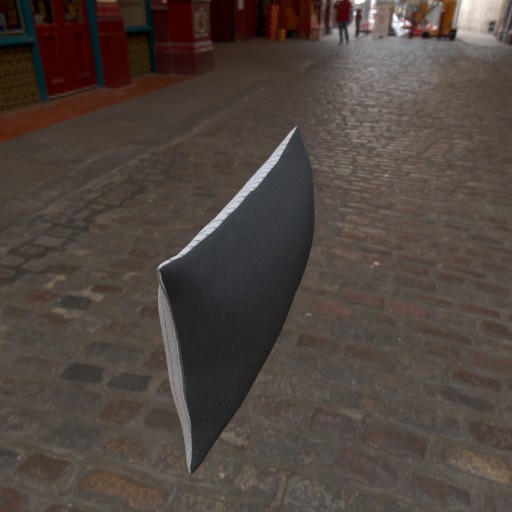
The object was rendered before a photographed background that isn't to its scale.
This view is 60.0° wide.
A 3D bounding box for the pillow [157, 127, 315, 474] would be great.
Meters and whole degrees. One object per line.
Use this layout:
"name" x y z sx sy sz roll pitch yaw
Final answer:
"pillow" 0.000 0.000 0.734 0.151 0.305 0.609 8 31 14
